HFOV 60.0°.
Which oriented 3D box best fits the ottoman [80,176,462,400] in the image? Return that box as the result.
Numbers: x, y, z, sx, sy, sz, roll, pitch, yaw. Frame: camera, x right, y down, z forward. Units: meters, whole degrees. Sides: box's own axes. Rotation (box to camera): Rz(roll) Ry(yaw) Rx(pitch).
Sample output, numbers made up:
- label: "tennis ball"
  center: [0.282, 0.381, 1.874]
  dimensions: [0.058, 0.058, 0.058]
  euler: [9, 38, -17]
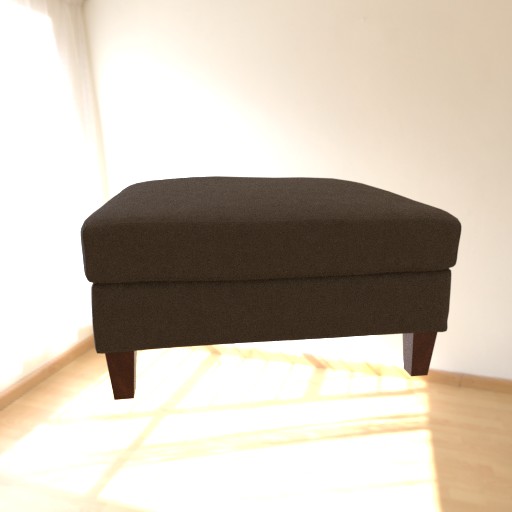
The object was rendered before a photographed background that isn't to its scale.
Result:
- label: "ottoman"
  center: [0.000, 0.000, 1.424]
  dimensions: [0.881, 0.482, 0.861]
  euler: [-2, 14, -8]
